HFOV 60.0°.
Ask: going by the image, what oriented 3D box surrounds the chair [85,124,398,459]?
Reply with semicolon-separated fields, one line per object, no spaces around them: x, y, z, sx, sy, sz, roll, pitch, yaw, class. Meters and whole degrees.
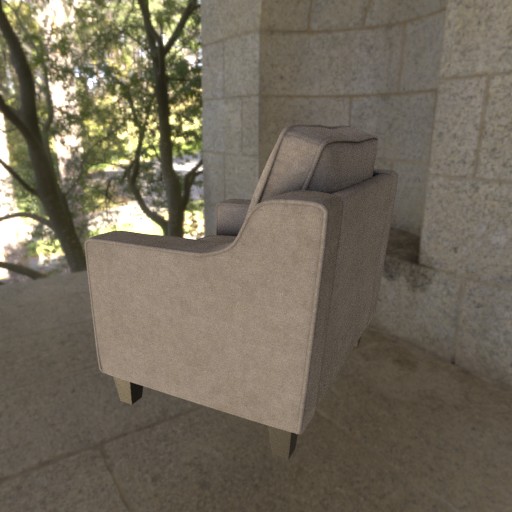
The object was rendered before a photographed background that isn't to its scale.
0.000;0.000;1.662;0.840;0.944;0.926;8;18;26;chair
